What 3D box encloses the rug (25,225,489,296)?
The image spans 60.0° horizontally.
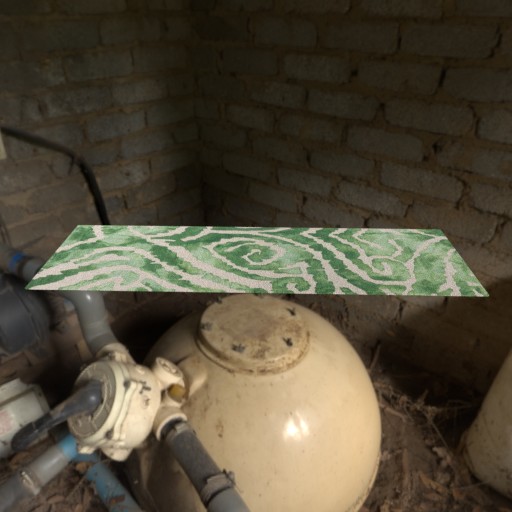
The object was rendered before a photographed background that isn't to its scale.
[{"bbox_3d":[0.000,0.000,2.652,2.438,0.006,0.761,1,30,1],"label":"rug"}]
